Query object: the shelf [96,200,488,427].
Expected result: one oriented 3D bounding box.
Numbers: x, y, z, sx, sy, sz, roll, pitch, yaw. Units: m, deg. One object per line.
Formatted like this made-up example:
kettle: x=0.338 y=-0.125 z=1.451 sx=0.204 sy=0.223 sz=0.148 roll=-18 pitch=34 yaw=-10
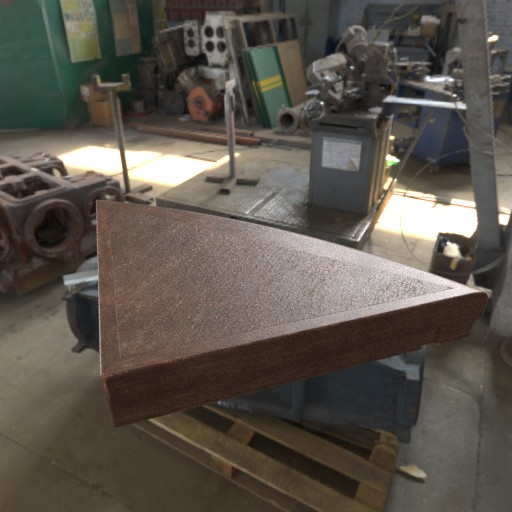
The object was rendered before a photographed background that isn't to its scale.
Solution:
shelf: x=0.000 y=0.000 z=0.463 sx=0.310 sy=0.050 sz=0.310 roll=-9 pitch=32 yaw=-16
